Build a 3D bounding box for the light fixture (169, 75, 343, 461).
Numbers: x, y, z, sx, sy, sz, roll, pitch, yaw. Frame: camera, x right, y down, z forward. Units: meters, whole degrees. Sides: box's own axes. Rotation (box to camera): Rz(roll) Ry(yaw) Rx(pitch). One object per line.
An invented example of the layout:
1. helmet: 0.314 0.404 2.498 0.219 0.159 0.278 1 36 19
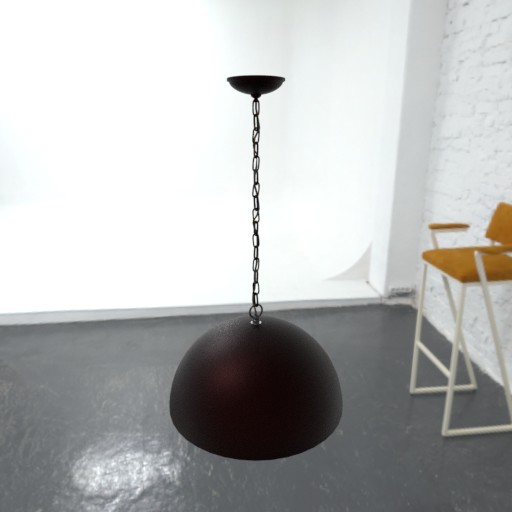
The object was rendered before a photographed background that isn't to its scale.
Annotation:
1. light fixture: 0.000 0.000 1.164 0.492 0.869 0.492 -8 17 -26
